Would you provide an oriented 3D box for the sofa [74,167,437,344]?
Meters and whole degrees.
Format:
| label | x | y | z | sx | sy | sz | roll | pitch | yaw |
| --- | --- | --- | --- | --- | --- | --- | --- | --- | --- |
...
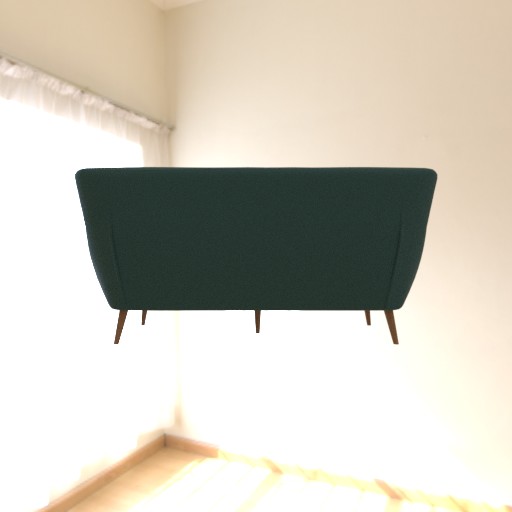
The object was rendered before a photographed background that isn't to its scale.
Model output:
| label | x | y | z | sx | sy | sz | roll | pitch | yaw |
| --- | --- | --- | --- | --- | --- | --- | --- | --- | --- |
| sofa | 0.000 | 0.000 | 2.499 | 1.930 | 0.890 | 0.889 | 0 | 0 | 0 |
